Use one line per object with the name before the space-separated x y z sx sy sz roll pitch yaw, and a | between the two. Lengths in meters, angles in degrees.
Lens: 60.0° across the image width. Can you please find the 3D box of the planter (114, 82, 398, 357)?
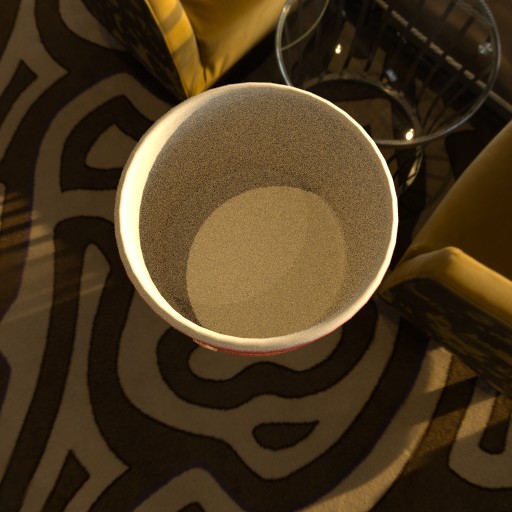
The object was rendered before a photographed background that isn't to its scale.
planter | 0.000 0.000 0.581 0.269 0.379 0.269 0 76 0
